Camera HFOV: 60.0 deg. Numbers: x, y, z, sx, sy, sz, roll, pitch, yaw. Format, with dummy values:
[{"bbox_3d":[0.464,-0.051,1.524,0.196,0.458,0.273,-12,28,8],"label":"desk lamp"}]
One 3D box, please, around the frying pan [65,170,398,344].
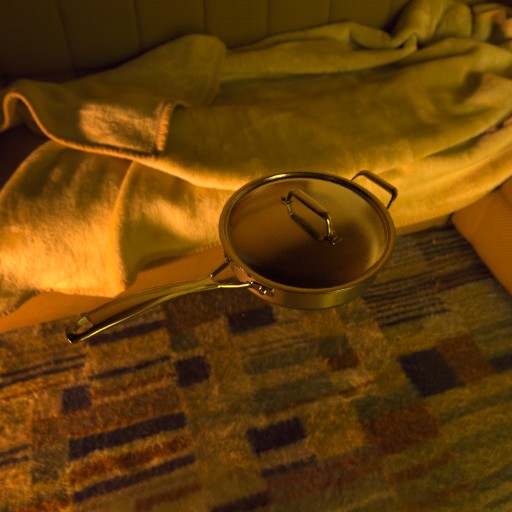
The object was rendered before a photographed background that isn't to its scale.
[{"bbox_3d":[0.000,0.000,0.668,0.561,0.114,0.280,-30,54,-24],"label":"frying pan"}]
